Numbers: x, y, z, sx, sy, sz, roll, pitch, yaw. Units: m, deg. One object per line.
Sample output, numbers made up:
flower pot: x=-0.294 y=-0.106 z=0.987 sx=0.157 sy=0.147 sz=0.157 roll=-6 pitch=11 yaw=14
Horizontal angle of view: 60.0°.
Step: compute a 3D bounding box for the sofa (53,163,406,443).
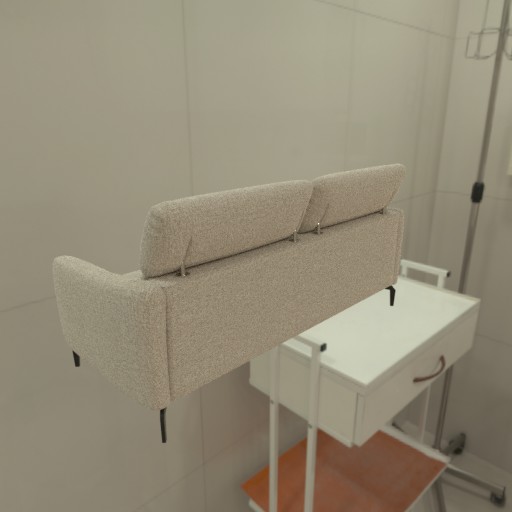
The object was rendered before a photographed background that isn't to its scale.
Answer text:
sofa: x=0.000 y=0.000 z=2.506 sx=0.856 sy=0.956 sz=2.015 roll=17 pitch=25 yaw=42
